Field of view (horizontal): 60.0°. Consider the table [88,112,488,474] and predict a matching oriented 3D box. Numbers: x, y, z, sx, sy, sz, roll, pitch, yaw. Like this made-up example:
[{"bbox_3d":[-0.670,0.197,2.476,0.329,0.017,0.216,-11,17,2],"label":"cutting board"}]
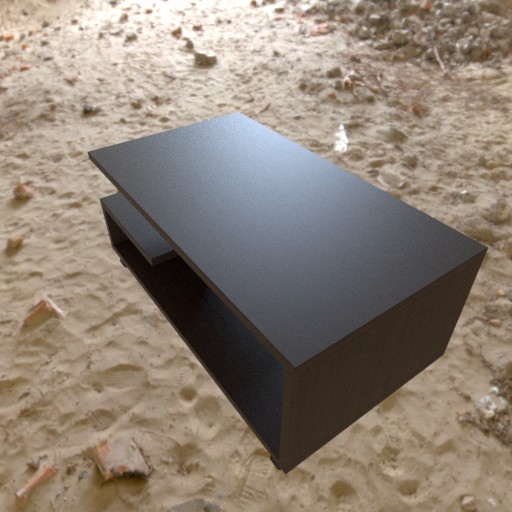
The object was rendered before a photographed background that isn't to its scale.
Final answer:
[{"bbox_3d":[0.000,0.000,1.382,0.590,0.460,1.050,-24,45,-27],"label":"table"}]
